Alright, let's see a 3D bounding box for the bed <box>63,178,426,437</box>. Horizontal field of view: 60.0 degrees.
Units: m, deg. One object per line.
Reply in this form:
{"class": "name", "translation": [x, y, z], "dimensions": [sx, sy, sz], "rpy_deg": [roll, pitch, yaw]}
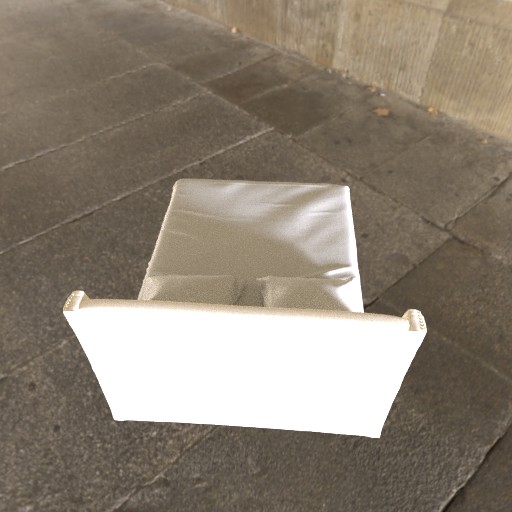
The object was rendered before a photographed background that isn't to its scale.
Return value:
{"class": "bed", "translation": [0.000, 0.000, 3.537], "dimensions": [1.925, 1.332, 2.276], "rpy_deg": [3, 45, 3]}
